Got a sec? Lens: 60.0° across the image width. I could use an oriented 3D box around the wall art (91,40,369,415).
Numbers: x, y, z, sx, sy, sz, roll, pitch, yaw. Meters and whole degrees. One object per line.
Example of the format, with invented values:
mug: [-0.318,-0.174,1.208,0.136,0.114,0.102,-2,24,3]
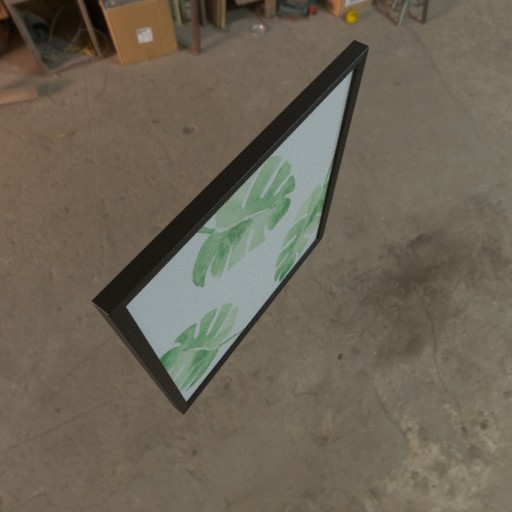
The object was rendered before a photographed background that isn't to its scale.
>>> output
wall art: [0.000,0.000,1.129,0.038,0.765,0.765,33,65,17]
